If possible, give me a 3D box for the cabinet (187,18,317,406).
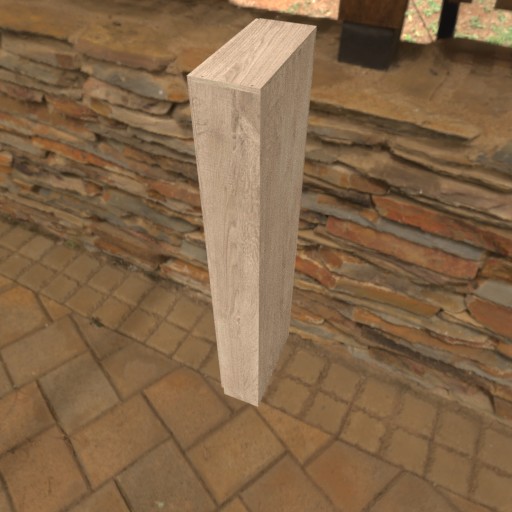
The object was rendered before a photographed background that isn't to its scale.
[{"bbox_3d":[0.000,0.000,1.975,0.230,1.790,0.500,16,48,15],"label":"cabinet"}]
